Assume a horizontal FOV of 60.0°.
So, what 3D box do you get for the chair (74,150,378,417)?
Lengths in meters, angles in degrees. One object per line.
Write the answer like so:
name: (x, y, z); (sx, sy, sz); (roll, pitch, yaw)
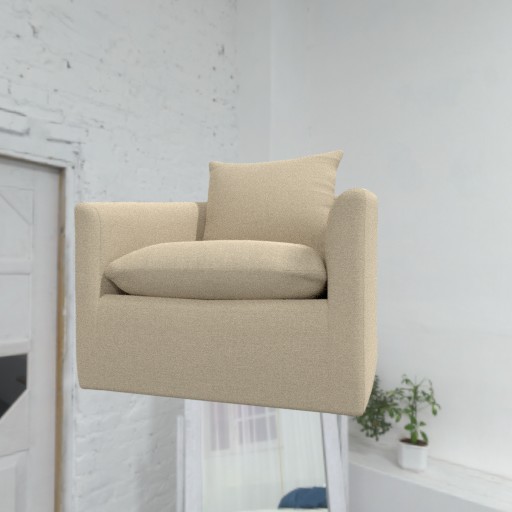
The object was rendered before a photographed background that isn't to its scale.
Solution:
chair: (0.000, 0.000, 1.586); (0.845, 0.848, 0.910); (0, -2, 18)
